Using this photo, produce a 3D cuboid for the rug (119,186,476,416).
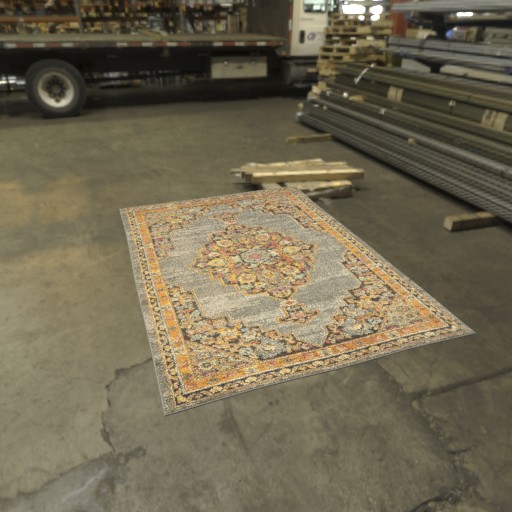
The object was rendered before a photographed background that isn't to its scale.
[{"bbox_3d":[0.000,0.000,4.007,2.158,0.024,3.063,-10,31,-17],"label":"rug"}]
